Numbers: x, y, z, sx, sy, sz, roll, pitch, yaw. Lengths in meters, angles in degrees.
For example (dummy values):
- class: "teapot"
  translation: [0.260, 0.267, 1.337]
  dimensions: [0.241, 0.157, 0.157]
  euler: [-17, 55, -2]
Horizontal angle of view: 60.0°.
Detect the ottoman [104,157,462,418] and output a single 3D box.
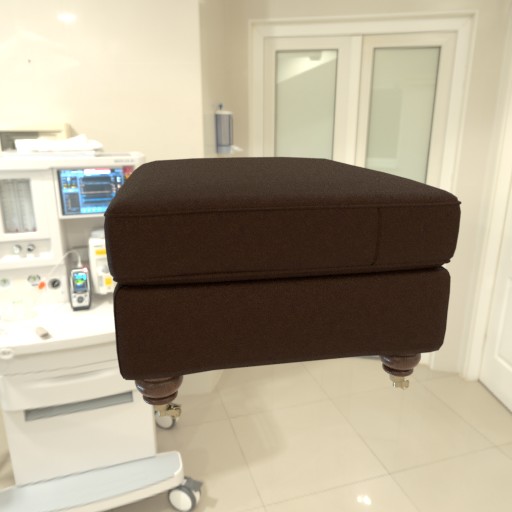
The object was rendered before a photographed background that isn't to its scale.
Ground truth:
- class: "ottoman"
  translation: [0.000, 0.000, 1.769]
  dimensions: [0.967, 0.730, 1.187]
  euler: [-3, 17, -10]
